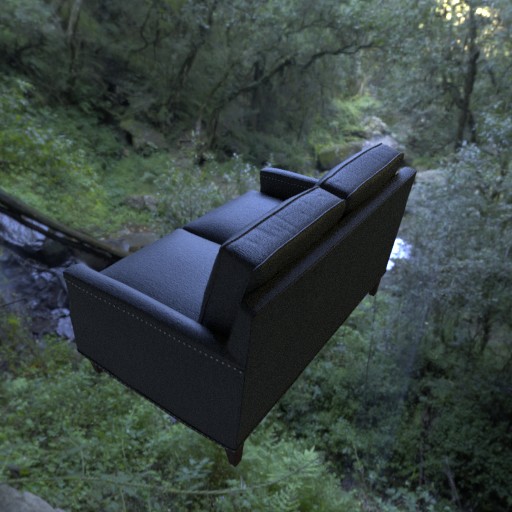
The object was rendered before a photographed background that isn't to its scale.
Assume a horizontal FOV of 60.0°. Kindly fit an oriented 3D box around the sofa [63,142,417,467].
[{"bbox_3d":[0.000,0.000,2.296,1.084,1.003,1.597,21,37,30],"label":"sofa"}]
